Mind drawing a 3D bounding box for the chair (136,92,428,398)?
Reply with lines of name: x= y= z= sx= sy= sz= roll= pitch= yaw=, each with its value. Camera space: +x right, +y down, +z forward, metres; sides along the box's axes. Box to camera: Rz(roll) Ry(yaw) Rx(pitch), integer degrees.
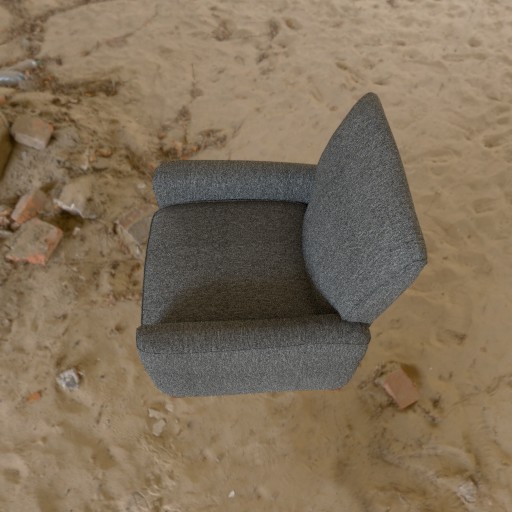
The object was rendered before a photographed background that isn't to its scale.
chair: x=0.000 y=0.000 z=1.671 sx=0.864 sy=1.014 sz=0.848 roll=-2 pitch=57 yaw=-1
